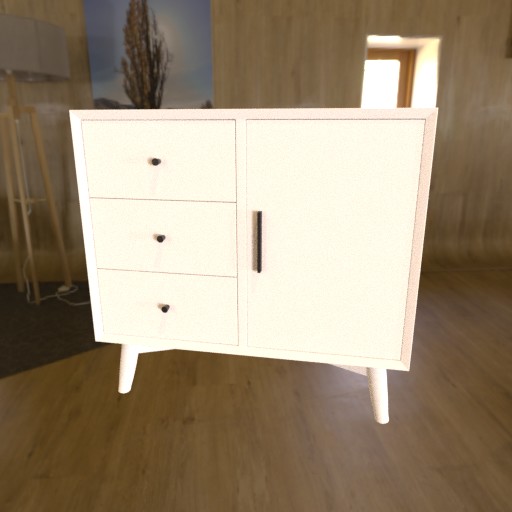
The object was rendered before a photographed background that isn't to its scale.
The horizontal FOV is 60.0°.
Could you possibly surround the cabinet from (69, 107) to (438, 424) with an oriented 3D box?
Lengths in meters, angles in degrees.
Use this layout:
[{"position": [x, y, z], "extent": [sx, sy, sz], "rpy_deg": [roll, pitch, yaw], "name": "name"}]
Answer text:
[{"position": [0.000, 0.000, 1.227], "extent": [0.800, 0.761, 0.398], "rpy_deg": [3, 17, 10], "name": "cabinet"}]
